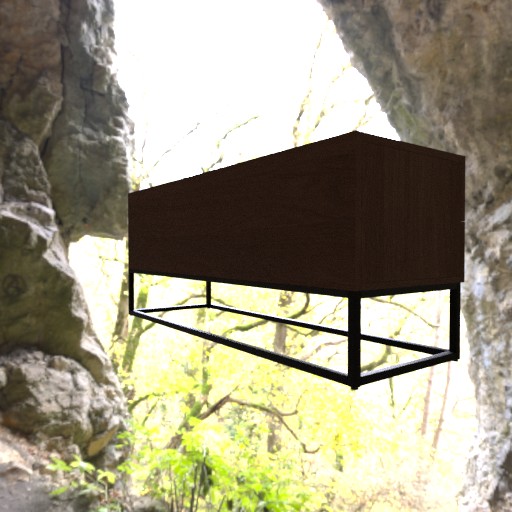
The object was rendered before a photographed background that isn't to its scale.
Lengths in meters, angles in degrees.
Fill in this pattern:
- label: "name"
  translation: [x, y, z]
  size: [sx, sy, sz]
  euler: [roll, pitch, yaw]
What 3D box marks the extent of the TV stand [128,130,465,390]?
- label: "TV stand"
  translation: [0.000, 0.000, 1.454]
  size: [0.415, 0.500, 1.200]
  euler: [-1, 1, -36]
